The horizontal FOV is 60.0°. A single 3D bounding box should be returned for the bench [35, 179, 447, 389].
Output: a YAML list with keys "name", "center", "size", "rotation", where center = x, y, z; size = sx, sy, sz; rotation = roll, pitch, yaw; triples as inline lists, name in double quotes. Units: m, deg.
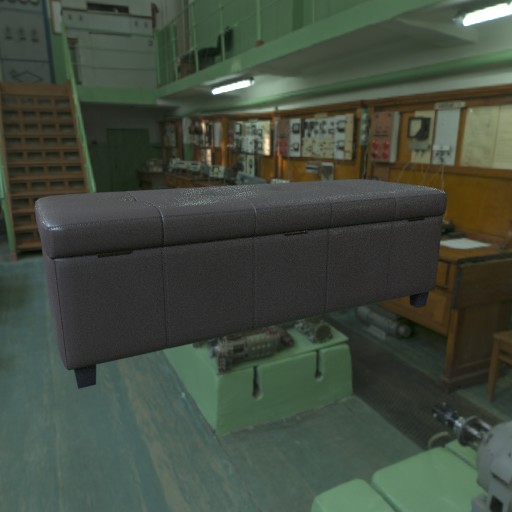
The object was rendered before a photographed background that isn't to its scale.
- name: "bench"
  center: [0.000, 0.000, 1.410]
  size: [1.219, 0.417, 0.450]
  rotation: [-8, 17, -27]
